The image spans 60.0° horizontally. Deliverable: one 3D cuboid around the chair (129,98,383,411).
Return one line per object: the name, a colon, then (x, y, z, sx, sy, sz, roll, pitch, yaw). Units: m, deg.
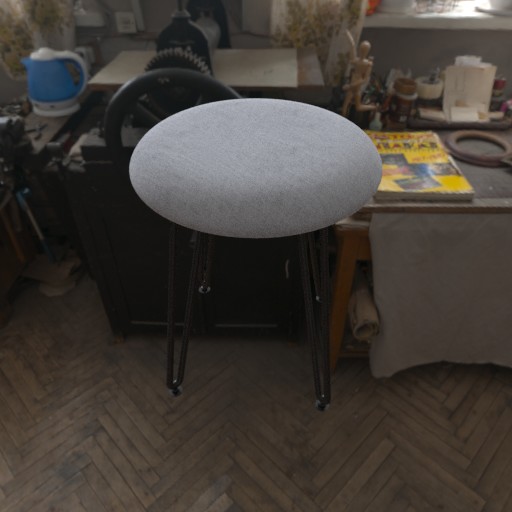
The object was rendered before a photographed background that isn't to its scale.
chair: (0.000, 0.000, 0.655, 0.350, 0.386, 0.350, -27, 47, -29)
